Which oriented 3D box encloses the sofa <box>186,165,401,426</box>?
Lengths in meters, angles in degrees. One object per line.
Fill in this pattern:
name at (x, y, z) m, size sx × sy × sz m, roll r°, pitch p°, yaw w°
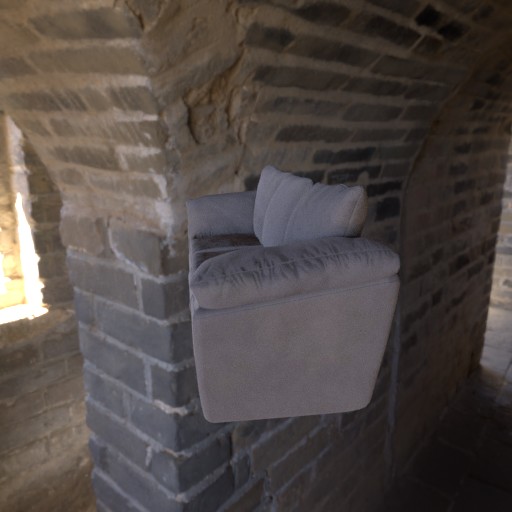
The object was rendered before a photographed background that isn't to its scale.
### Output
sofa at (0.000, 0.000, 2.874) m, size 0.878 × 1.073 × 2.336 m, roll -2°, pitch 14°, yaw -9°
